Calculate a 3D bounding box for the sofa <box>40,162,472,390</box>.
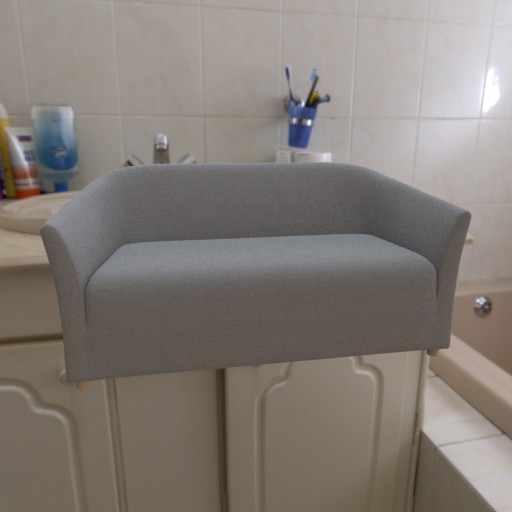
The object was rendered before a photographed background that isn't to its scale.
[{"bbox_3d":[0.000,0.000,1.838,1.452,0.721,0.705,-3,15,-10],"label":"sofa"}]
